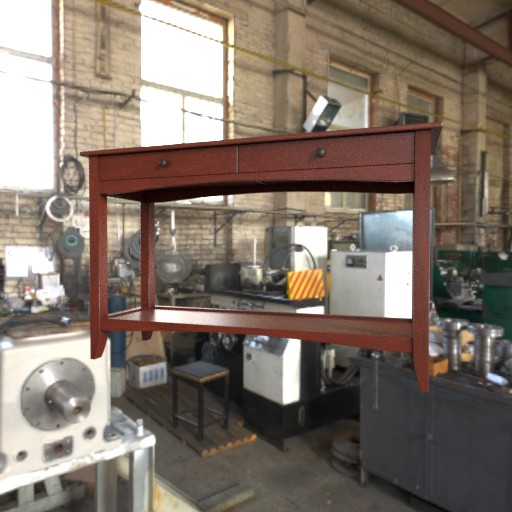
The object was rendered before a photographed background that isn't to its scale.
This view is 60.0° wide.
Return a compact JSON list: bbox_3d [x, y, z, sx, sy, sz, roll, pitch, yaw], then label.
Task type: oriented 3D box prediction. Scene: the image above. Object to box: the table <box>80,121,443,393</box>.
[{"bbox_3d":[0.000,0.000,1.569,1.188,0.739,0.392,0,1,19],"label":"table"}]
